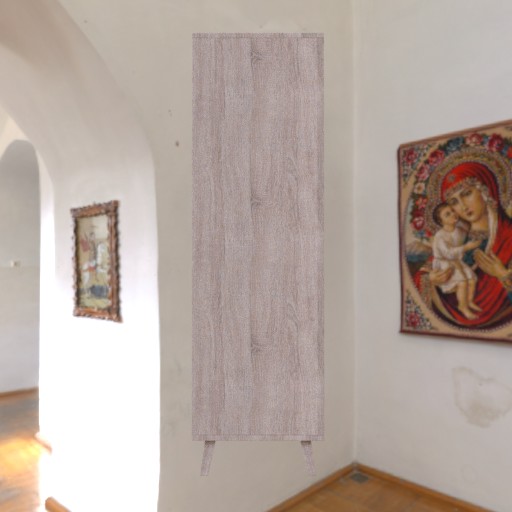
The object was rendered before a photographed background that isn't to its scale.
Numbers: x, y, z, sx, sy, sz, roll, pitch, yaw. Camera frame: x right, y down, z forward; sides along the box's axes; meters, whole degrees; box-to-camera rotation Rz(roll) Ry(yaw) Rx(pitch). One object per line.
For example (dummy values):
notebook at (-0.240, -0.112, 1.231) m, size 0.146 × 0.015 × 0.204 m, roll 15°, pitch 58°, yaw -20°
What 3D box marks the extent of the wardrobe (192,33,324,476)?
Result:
wardrobe at (0.000, 0.000, 2.446) m, size 0.600 × 1.960 × 1.000 m, roll 0°, pitch 0°, yaw 0°
